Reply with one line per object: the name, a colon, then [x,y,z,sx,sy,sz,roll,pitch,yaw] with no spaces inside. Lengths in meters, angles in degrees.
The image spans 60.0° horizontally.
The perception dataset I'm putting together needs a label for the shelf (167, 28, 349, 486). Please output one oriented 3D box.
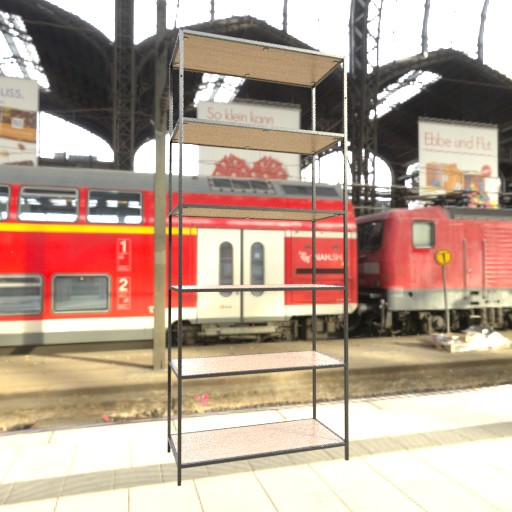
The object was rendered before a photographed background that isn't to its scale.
shelf: [0.000,0.000,2.075,0.770,1.850,0.350,1,-2,-18]
